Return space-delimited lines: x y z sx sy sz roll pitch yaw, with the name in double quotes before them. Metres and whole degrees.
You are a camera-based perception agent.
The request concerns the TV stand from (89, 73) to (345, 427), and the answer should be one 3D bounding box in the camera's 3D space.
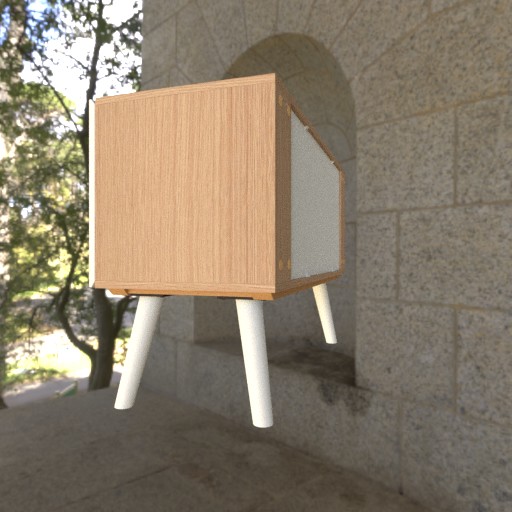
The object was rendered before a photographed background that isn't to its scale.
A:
"TV stand" 0.000 0.000 1.334 0.407 0.660 0.991 0 0 19
